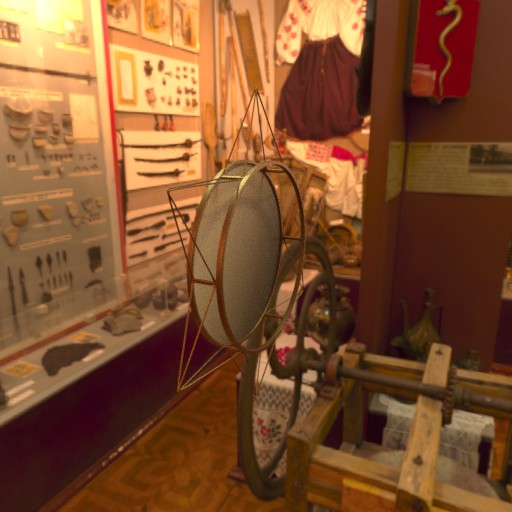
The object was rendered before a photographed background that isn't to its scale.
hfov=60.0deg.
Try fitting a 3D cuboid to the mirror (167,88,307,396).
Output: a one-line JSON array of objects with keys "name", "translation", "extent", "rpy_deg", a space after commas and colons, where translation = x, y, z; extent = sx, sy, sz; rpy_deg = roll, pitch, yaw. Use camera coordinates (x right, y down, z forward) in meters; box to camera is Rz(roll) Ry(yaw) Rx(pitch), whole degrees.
[{"name": "mirror", "translation": [0.000, 0.000, 0.816], "extent": [0.062, 0.581, 0.498], "rpy_deg": [8, 17, 26]}]
